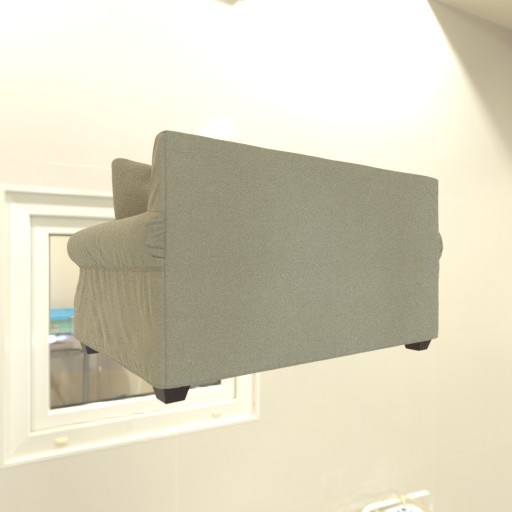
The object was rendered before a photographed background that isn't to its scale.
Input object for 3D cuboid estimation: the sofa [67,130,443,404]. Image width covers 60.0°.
[{"bbox_3d":[0.000,0.000,2.127,1.550,0.905,1.070,0,0,-36],"label":"sofa"}]
